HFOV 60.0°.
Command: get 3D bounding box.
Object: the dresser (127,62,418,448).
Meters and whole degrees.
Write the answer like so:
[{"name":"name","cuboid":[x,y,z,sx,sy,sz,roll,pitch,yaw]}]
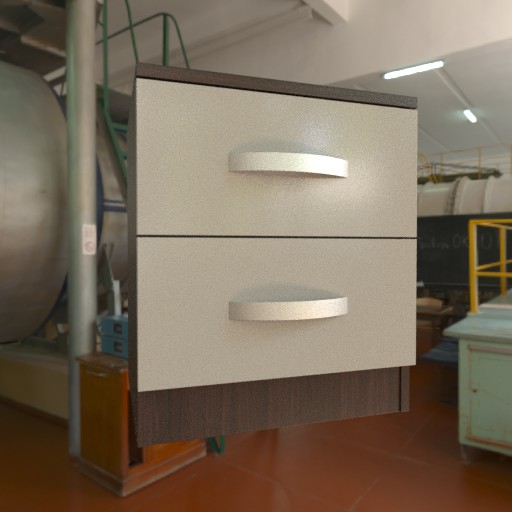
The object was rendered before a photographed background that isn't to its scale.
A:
[{"name":"dresser","cuboid":[0.000,0.000,0.740,0.400,0.470,0.360,0,1,-18]}]
